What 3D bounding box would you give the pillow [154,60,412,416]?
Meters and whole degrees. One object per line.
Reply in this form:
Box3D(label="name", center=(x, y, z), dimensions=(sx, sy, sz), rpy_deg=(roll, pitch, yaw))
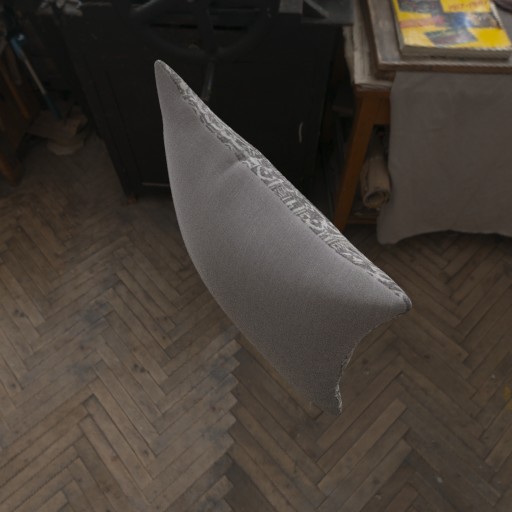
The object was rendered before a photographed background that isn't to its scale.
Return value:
Box3D(label="pillow", center=(0.000, 0.000, 0.784), dimensions=(0.180, 0.487, 0.546), rpy_deg=(-32, 63, -19))
